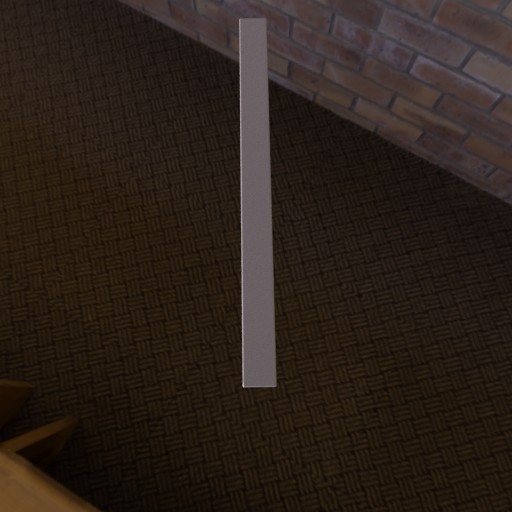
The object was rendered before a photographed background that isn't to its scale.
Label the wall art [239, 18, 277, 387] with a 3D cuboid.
[{"bbox_3d":[0.000,0.000,0.938,0.039,0.753,0.511,-1,75,0],"label":"wall art"}]
